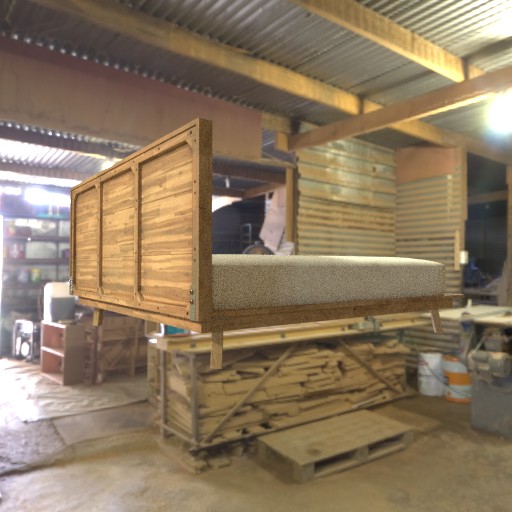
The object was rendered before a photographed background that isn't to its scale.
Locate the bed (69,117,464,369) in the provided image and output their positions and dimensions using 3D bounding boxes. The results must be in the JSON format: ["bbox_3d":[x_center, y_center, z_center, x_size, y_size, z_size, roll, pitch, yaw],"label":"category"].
[{"bbox_3d":[0.000,0.000,3.338,2.167,1.100,2.116,1,-2,-36],"label":"bed"}]
